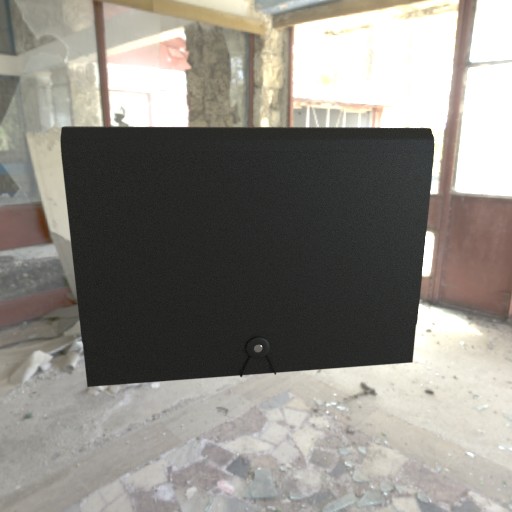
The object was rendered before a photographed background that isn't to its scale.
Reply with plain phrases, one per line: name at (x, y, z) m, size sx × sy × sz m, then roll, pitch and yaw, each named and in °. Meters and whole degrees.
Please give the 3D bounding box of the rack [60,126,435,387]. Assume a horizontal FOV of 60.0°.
rack at (0.000, 0.000, 0.431) m, size 0.330 × 0.241 × 0.041 m, roll -2°, pitch 15°, yaw -8°
